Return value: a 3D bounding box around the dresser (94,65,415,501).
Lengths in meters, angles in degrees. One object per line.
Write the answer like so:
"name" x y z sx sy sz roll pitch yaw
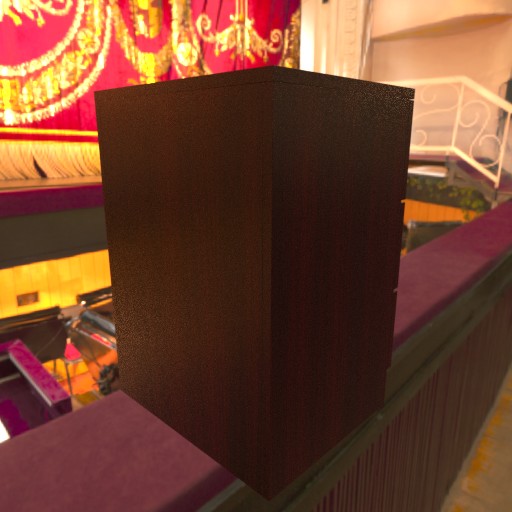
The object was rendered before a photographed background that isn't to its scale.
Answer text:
"dresser" 0.000 0.000 0.797 0.400 0.560 0.360 14 21 42
